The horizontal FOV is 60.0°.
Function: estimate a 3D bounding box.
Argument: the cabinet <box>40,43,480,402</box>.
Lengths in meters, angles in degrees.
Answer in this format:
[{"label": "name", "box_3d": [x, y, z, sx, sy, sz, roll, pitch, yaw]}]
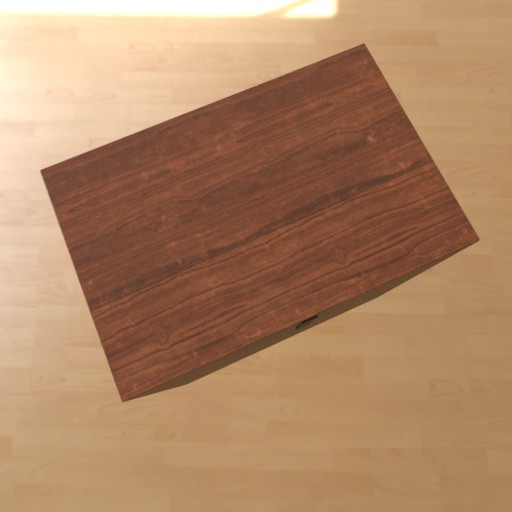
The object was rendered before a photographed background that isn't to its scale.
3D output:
[{"label": "cabinet", "box_3d": [0.000, 0.000, 1.058, 0.607, 0.695, 0.410, -23, 77, -6]}]
